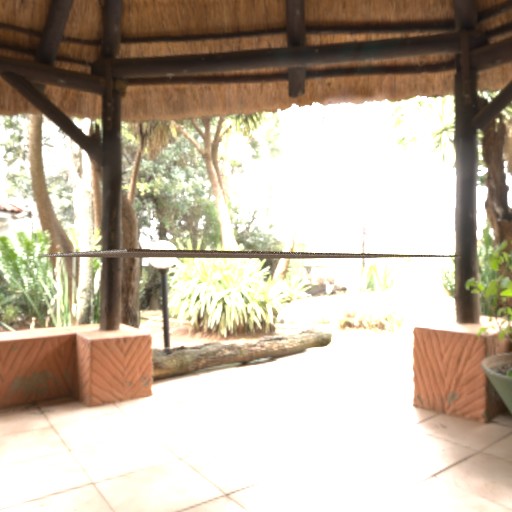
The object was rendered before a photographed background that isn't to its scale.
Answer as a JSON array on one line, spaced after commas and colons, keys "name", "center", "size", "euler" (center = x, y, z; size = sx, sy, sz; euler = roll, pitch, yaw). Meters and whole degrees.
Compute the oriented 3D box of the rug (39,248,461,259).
[{"name": "rug", "center": [0.000, 0.000, 2.293], "size": [1.824, 0.012, 1.206], "euler": [1, -1, -37]}]
